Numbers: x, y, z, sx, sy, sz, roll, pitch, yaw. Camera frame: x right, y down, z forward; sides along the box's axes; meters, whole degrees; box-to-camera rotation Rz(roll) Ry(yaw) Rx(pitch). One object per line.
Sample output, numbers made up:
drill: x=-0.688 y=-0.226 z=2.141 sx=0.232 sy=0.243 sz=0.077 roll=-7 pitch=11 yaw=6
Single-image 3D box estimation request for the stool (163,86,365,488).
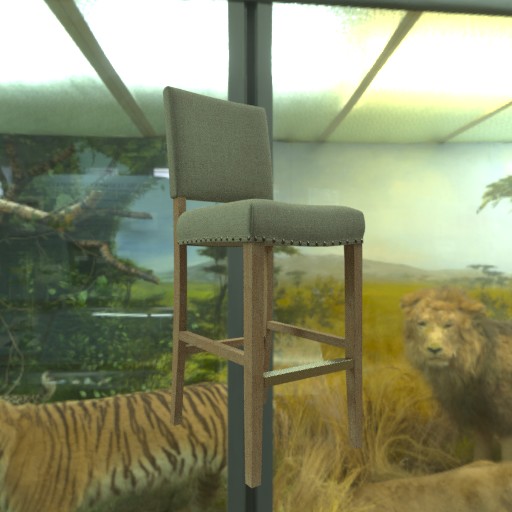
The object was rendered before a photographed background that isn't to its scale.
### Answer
stool: x=0.000 y=0.000 z=1.497 sx=0.445 sy=1.203 sz=0.585 roll=0 pitch=1 yaw=-35
